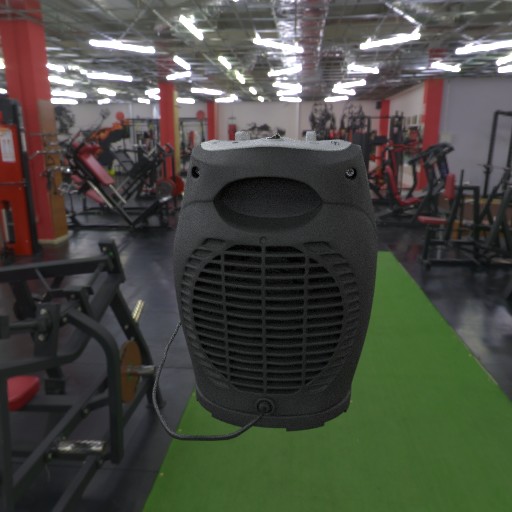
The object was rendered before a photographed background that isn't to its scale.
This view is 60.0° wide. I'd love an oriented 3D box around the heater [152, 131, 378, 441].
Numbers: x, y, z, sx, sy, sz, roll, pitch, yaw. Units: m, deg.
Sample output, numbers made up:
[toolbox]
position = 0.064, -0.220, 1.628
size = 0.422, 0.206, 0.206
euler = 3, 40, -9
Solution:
[heater]
position = 0.000, 0.000, 0.475
size = 0.239, 0.255, 0.291
euler = 2, 15, 7
